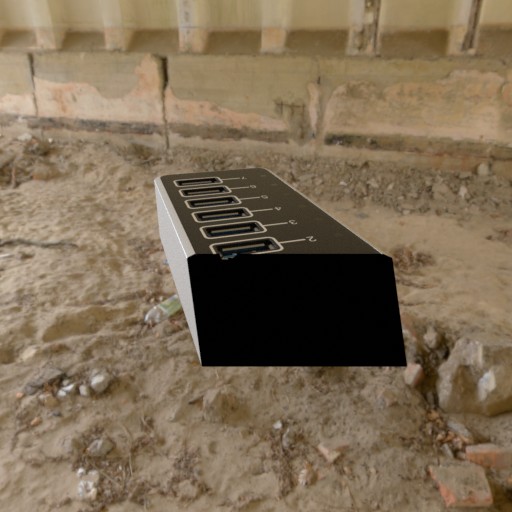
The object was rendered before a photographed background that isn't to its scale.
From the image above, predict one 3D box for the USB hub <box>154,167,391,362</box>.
[{"bbox_3d":[0.000,0.000,0.126,0.044,0.023,0.110,-8,26,-16],"label":"USB hub"}]
